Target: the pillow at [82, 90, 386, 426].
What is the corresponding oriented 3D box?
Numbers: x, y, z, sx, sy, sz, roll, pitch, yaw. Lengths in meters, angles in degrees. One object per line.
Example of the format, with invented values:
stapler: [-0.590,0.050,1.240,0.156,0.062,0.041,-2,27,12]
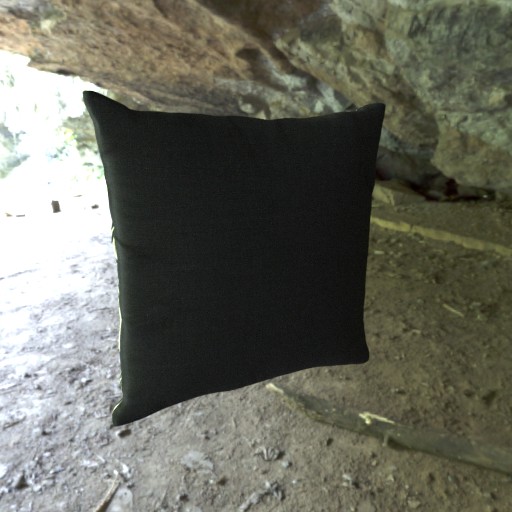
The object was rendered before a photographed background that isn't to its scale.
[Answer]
pillow: [0.000,0.000,0.639,0.432,0.432,0.139,-7,16,-24]
